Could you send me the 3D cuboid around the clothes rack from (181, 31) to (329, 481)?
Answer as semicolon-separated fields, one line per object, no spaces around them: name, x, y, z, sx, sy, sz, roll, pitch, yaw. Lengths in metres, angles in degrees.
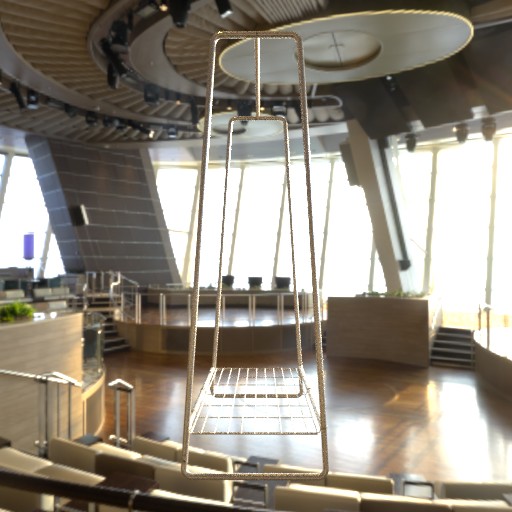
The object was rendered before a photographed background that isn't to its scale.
clothes rack;0.000;0.000;1.923;0.495;1.500;0.900;0;-1;1
